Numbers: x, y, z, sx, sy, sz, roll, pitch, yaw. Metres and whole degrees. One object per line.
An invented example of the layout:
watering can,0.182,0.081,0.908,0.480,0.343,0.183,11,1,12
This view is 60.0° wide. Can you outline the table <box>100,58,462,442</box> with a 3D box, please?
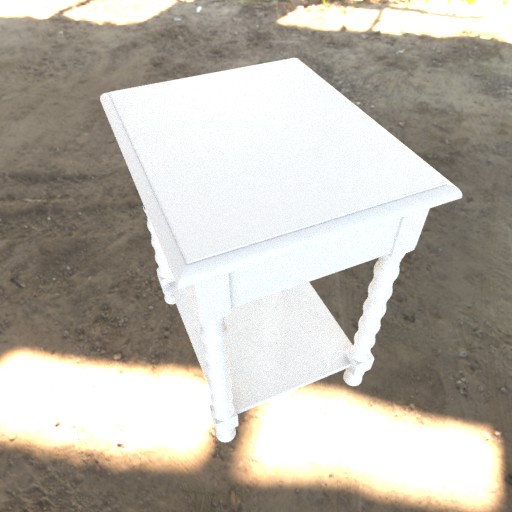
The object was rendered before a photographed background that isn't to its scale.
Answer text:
table,0.000,0.000,0.844,0.381,0.531,0.460,-18,49,-16
